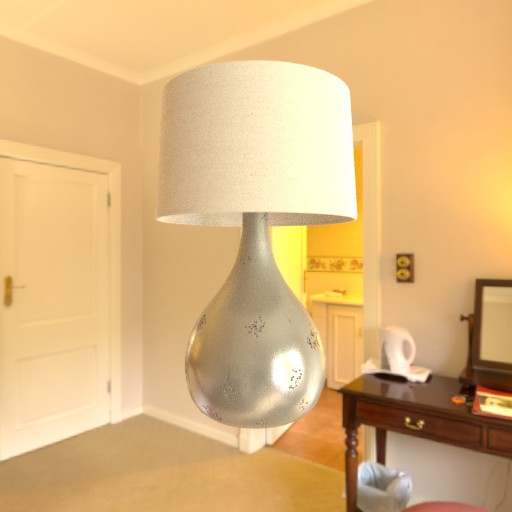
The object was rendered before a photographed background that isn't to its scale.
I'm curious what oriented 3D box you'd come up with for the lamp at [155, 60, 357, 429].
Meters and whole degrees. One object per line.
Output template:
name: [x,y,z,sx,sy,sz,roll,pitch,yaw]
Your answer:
lamp: [0.000,0.000,0.741,0.330,0.521,0.330,0,0,0]
